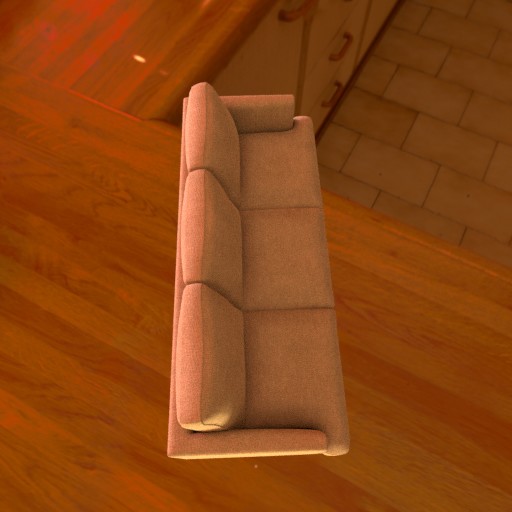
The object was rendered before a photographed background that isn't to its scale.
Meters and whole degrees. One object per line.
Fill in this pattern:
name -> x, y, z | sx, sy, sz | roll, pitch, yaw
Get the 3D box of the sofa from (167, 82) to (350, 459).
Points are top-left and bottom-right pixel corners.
sofa -> 0.000, 0.000, 2.707 | 0.903, 0.930, 2.246 | -2, 65, -1
